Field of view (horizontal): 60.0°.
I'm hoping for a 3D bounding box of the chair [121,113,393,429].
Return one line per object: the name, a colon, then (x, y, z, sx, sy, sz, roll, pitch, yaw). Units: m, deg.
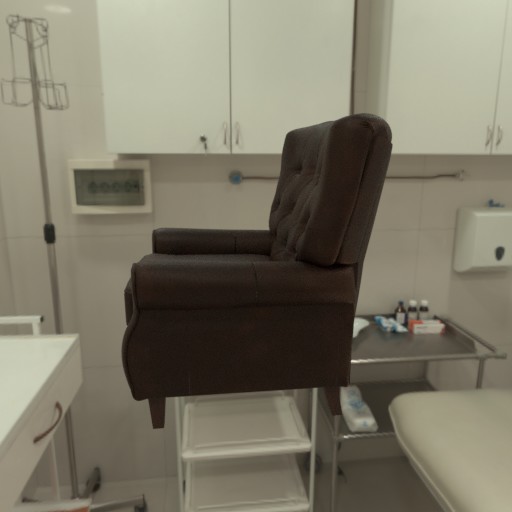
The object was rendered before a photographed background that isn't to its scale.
chair: (0.000, 0.000, 1.915, 1.058, 1.158, 0.948, -2, 13, -7)
